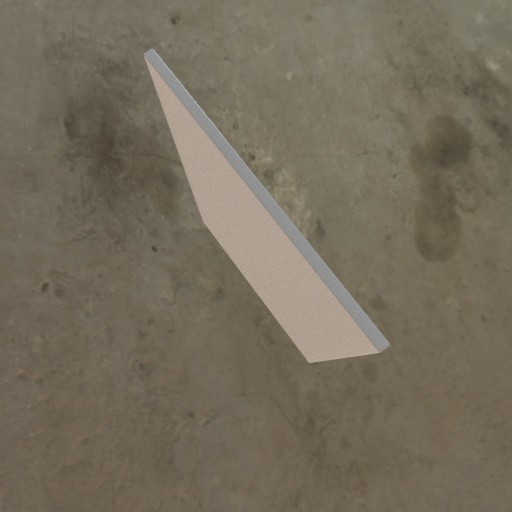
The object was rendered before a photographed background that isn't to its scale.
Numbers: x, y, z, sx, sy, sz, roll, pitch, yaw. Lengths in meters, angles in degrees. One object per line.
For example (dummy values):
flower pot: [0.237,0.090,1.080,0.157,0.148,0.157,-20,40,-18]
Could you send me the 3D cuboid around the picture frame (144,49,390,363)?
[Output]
picture frame: [0.000,0.000,0.684,0.012,0.534,0.381,-36,78,-9]
